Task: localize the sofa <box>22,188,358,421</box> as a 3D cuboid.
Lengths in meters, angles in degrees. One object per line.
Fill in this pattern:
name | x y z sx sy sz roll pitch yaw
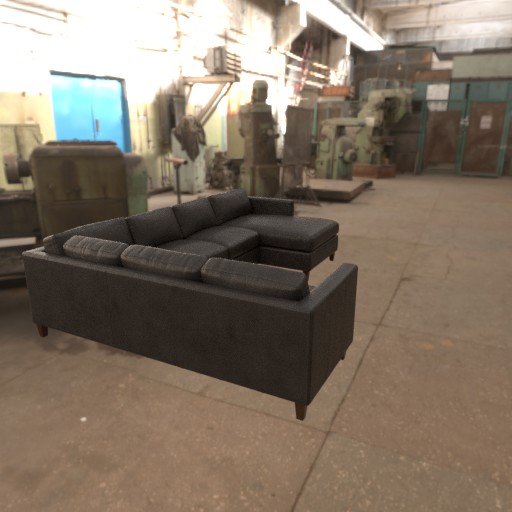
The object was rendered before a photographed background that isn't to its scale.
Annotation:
sofa | 0.000 0.000 4.441 2.452 0.891 3.324 9 19 27
